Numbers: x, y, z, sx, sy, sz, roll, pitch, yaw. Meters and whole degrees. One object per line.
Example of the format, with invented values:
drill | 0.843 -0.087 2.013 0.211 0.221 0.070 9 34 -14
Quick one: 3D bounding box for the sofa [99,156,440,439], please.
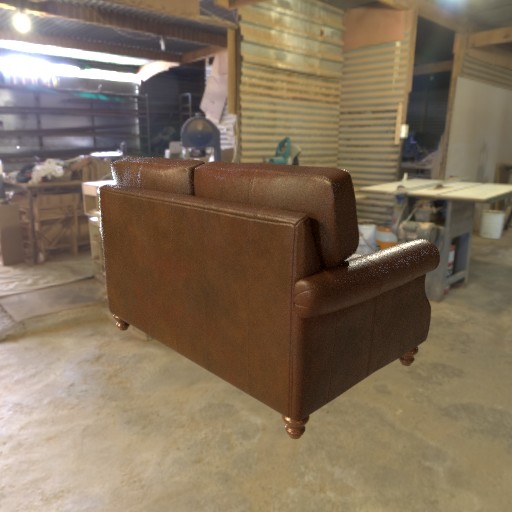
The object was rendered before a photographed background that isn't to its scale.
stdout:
sofa | 0.000 0.000 2.263 0.990 0.976 1.616 -14 20 -42
